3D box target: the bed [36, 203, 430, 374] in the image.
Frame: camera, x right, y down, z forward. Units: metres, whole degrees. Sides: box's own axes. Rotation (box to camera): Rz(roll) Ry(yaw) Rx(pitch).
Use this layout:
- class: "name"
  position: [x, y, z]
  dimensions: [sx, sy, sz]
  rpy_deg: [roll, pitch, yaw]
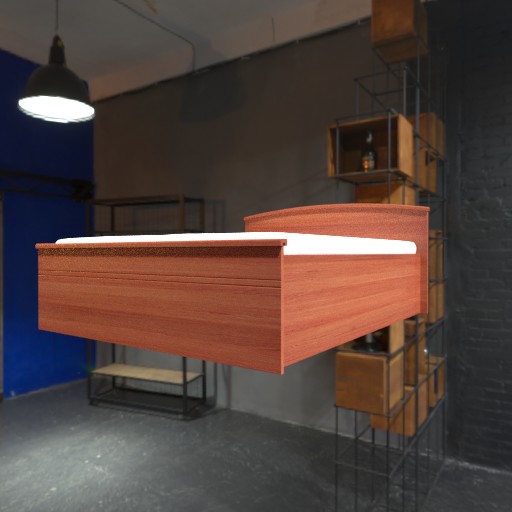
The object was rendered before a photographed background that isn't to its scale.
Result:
- class: "bed"
  position: [0.000, 0.000, 2.925]
  dimensions: [1.683, 0.848, 2.053]
  rpy_deg: [0, 1, 35]
